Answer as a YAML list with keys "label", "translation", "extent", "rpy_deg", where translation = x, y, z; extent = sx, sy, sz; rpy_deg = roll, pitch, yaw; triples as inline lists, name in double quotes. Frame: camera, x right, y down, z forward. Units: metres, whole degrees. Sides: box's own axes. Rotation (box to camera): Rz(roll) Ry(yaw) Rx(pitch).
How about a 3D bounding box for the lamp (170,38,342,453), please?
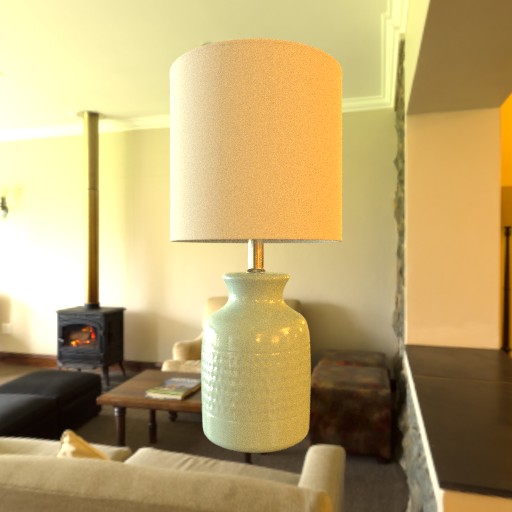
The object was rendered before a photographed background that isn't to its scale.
- label: "lamp"
  translation: [0.000, 0.000, 1.095]
  extent: [0.418, 0.871, 0.418]
  rpy_deg: [0, 1, -34]
